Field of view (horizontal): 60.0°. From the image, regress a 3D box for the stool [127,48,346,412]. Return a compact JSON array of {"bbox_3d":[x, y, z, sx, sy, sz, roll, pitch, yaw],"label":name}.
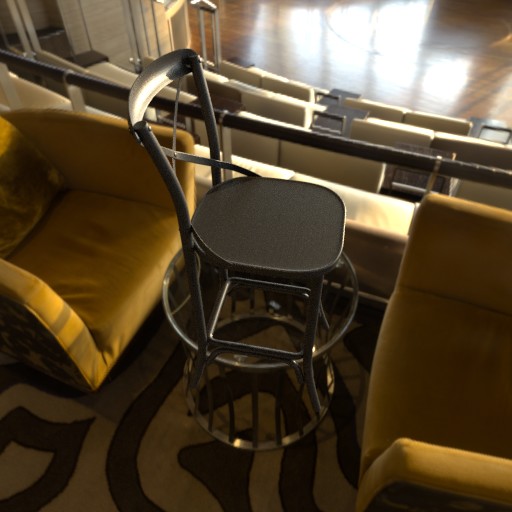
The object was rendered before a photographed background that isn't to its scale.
[{"bbox_3d":[0.000,0.000,1.460,0.584,1.168,0.457,8,45,8],"label":"stool"}]
